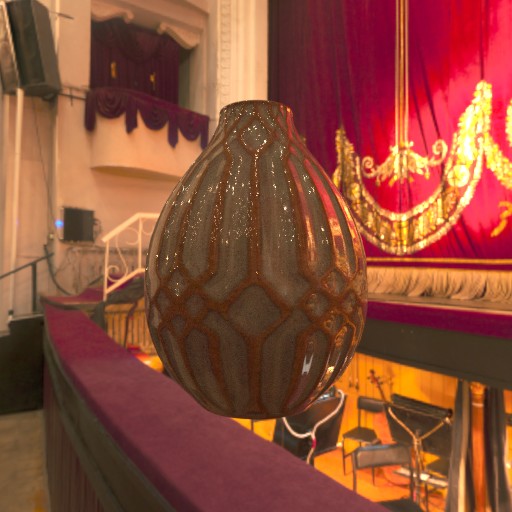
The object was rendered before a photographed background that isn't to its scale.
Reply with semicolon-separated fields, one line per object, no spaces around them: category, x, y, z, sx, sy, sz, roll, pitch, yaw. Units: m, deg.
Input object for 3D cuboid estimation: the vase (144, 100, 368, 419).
vase;0.000;0.000;0.268;0.131;0.175;0.131;0;-1;0
